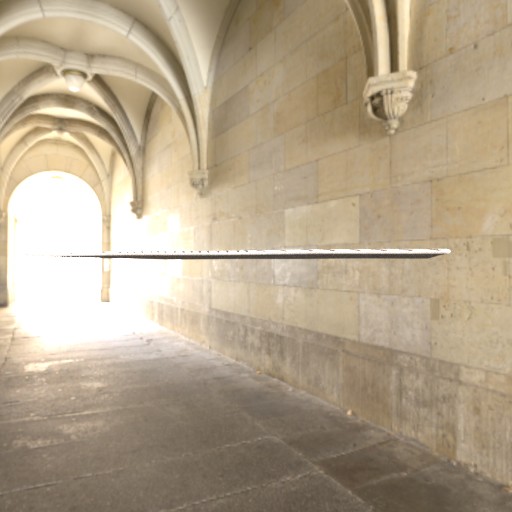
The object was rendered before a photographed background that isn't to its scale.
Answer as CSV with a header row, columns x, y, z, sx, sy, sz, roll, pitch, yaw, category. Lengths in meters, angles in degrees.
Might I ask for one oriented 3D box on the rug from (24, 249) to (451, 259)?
x,y,z,sx,sy,sz,roll,pitch,yaw,category
0.000,0.000,3.228,2.449,0.028,1.829,0,-1,19,rug
